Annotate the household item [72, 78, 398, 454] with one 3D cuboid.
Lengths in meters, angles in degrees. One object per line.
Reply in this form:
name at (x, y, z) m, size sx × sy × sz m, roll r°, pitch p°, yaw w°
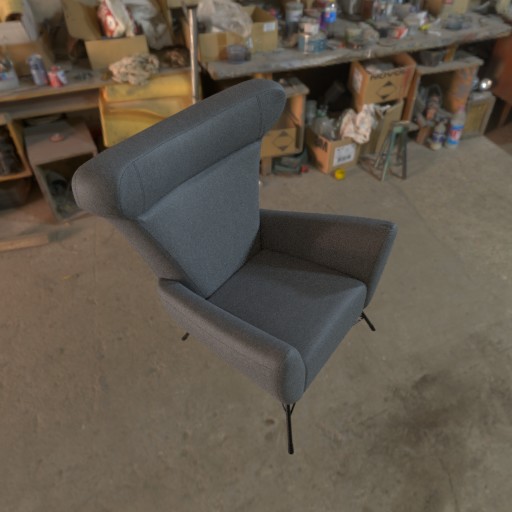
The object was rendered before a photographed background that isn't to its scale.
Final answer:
household item at (0.000, 0.000, 1.786) m, size 0.900 × 1.050 × 0.980 m, roll 26°, pitch 48°, yaw 26°
